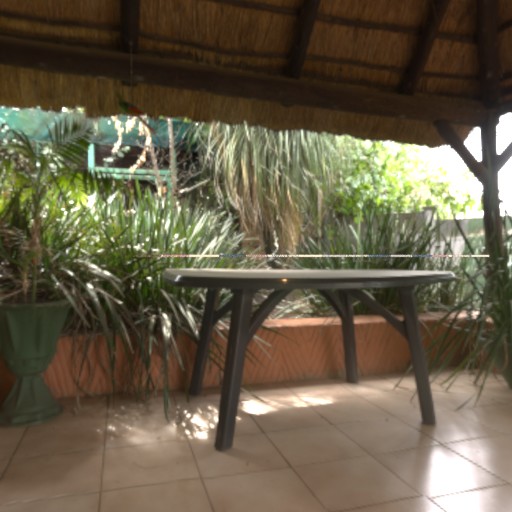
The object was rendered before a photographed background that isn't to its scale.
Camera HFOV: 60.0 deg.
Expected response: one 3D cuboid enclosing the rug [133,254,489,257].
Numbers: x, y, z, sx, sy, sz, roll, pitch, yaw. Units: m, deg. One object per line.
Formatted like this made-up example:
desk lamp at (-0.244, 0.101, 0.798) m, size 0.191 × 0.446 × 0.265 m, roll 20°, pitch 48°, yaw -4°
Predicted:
rug at (0.000, 0.000, 2.983) m, size 1.513 × 0.008 × 2.423 m, roll 0°, pitch 0°, yaw -18°
